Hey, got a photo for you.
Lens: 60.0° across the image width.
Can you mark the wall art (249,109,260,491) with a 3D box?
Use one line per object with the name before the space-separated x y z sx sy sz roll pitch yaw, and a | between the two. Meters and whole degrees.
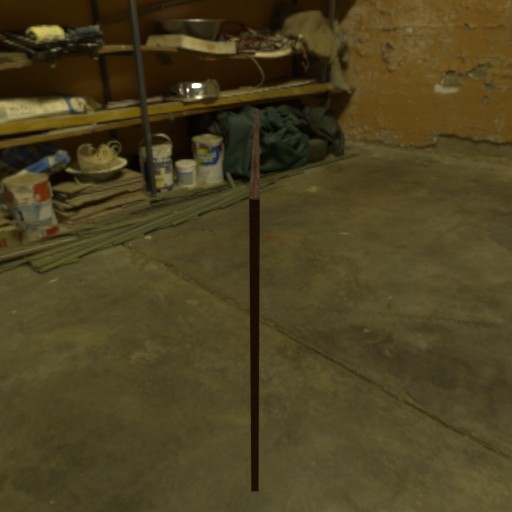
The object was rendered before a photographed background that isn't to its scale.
wall art | 0.000 0.000 1.052 0.014 0.559 0.816 0 26 0
